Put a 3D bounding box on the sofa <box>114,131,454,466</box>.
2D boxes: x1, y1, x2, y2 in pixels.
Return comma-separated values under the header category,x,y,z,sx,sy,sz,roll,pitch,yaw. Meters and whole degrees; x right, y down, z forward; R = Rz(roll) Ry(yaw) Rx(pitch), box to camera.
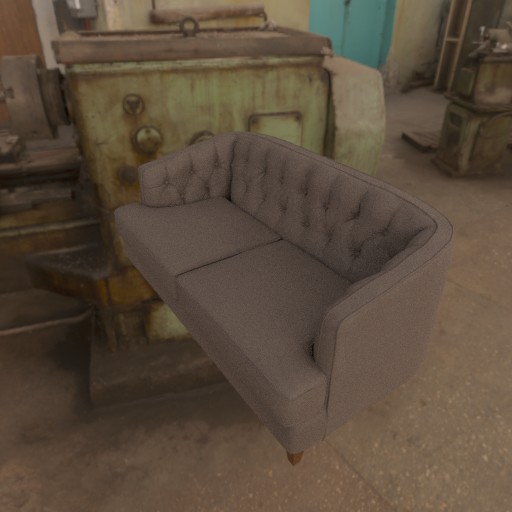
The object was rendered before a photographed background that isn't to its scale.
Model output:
category,x,y,z,sx,sy,sz,roll,pitch,yaw
sofa,0.000,0.000,2.258,0.941,0.855,1.733,-19,37,-28
